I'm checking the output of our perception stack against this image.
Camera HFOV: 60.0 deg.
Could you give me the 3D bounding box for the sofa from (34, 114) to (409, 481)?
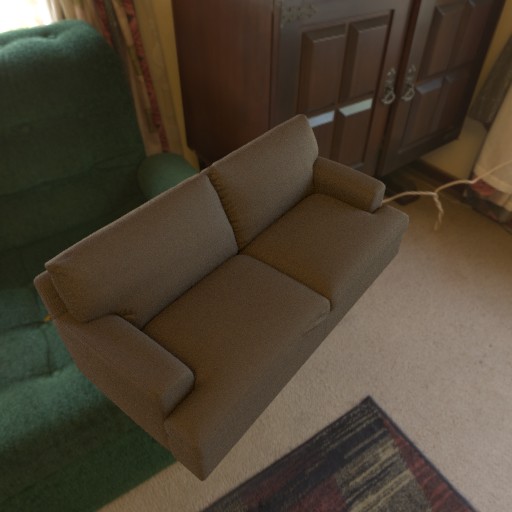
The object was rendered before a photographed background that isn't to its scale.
[{"bbox_3d":[0.000,0.000,2.788,1.140,0.950,2.271,28,49,28],"label":"sofa"}]
